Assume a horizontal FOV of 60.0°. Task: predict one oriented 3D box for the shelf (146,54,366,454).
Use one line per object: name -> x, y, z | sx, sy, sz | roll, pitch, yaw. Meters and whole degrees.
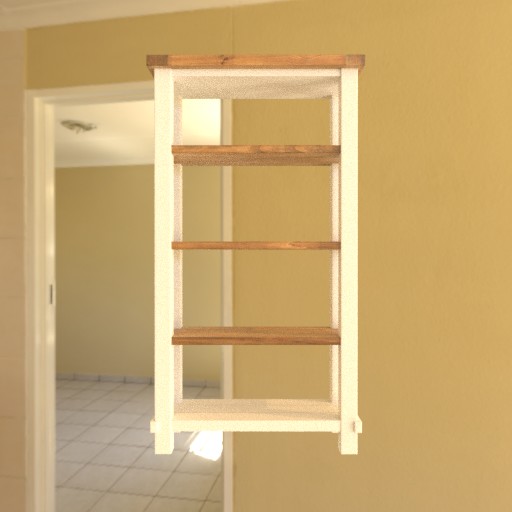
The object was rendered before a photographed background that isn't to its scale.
shelf -> 0.000, 0.000, 2.257 | 1.022, 1.878, 0.381 | 0, 0, 0
